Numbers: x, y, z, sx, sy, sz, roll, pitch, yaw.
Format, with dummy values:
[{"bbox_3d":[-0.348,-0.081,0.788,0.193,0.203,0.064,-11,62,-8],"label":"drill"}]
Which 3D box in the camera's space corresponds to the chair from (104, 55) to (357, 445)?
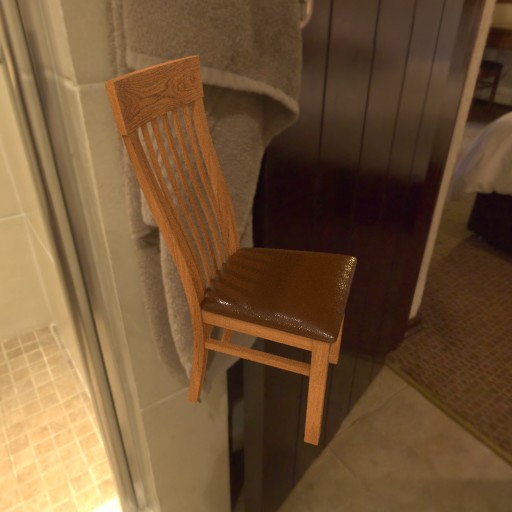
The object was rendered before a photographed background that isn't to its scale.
[{"bbox_3d":[0.000,0.000,1.352,0.580,1.050,0.450,10,33,15],"label":"chair"}]
